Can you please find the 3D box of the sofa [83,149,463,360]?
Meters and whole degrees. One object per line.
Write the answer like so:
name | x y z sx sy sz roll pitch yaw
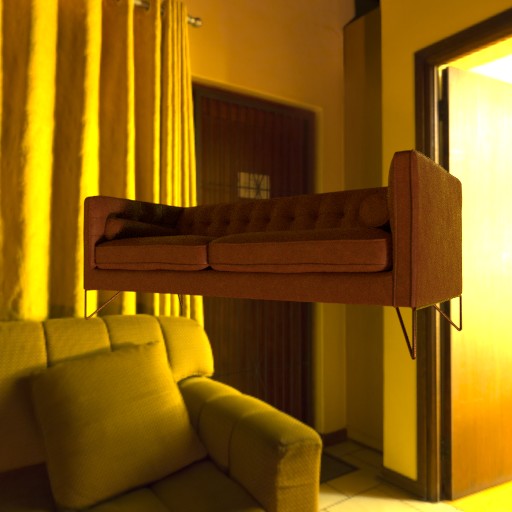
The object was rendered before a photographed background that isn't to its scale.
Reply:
sofa | 0.000 0.000 2.574 2.079 0.798 0.912 -1 -1 35
